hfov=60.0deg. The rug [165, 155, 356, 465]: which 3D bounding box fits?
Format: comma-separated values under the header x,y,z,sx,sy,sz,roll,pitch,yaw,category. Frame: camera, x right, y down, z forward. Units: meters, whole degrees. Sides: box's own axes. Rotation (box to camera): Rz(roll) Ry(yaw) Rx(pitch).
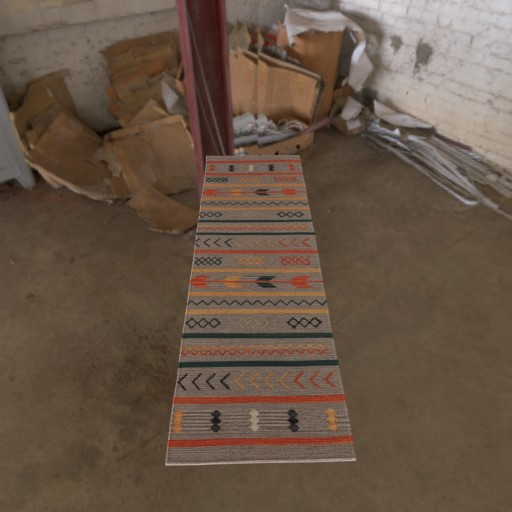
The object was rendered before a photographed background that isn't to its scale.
x,y,z,sx,sy,sz,roll,pitch,yaw,category
0.000,0.000,2.613,0.744,0.022,2.419,-1,41,-1,rug
